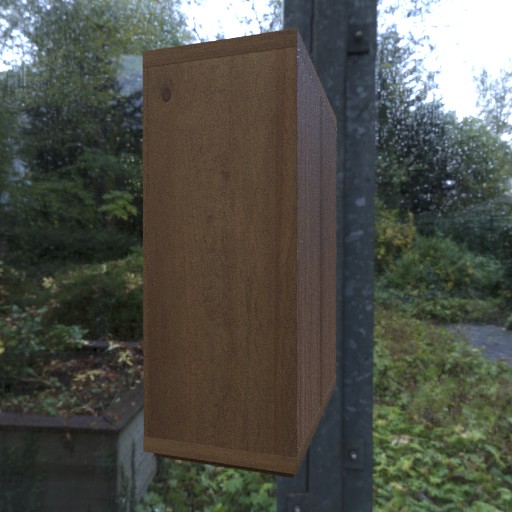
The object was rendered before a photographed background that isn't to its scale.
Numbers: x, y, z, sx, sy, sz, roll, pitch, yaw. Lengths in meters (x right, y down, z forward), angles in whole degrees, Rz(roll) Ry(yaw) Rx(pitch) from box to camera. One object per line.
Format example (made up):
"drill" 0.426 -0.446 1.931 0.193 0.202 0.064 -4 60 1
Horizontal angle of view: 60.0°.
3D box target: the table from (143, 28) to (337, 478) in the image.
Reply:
"table" 0.000 0.000 1.760 0.524 1.294 0.901 0 1 17
